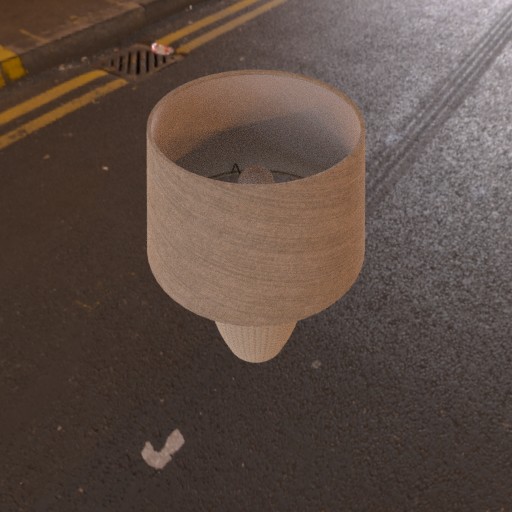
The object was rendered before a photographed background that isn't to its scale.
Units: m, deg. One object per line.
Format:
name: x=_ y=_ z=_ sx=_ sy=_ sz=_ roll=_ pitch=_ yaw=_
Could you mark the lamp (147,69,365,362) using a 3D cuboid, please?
lamp: x=0.000 y=0.000 z=0.845 sx=0.390 sy=0.580 sz=0.390 roll=0 pitch=48 yaw=0
